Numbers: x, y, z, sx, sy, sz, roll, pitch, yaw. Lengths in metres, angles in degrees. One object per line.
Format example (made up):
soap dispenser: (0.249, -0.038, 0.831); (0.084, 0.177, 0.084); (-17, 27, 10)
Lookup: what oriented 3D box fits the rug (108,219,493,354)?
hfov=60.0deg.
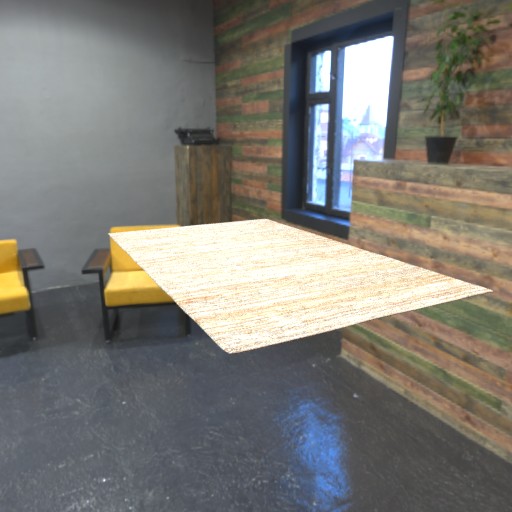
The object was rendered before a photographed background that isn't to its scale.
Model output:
rug: (0.000, 0.000, 3.019); (1.529, 0.009, 2.446); (-8, 17, -27)
